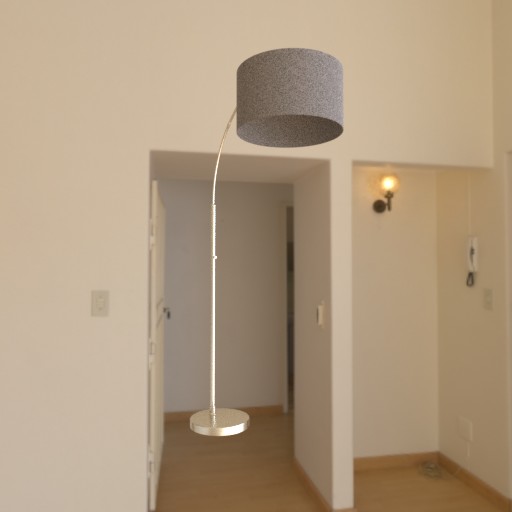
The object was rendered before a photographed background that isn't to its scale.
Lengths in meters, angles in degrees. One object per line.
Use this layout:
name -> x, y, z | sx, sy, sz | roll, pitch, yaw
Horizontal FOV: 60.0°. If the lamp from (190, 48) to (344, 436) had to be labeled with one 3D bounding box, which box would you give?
lamp -> 0.000, 0.000, 2.069 | 0.452, 1.735, 0.934 | 1, -2, -36
